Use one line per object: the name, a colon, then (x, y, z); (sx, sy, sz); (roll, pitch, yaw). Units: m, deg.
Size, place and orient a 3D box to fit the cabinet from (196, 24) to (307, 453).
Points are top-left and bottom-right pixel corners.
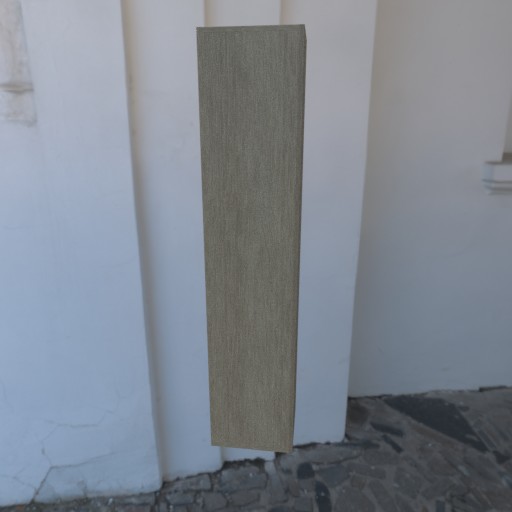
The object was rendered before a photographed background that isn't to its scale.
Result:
cabinet: (0.000, 0.000, 1.545); (0.300, 1.400, 0.270); (2, 17, 7)
